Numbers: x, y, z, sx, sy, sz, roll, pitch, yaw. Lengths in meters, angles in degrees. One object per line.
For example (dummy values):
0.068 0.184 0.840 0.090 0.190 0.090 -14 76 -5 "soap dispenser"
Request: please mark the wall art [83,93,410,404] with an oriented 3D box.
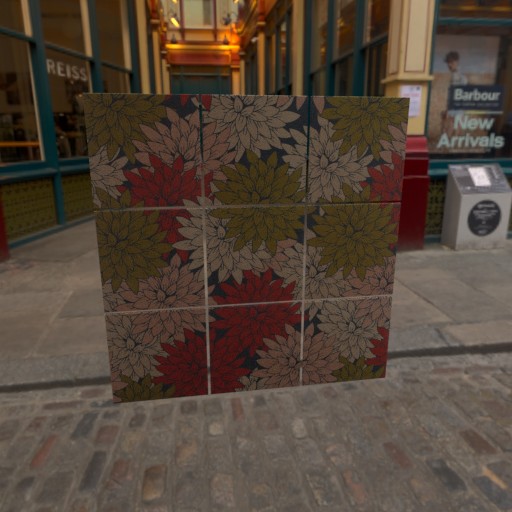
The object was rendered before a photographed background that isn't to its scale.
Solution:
0.000 0.000 1.784 1.206 1.218 0.013 -3 16 -9 "wall art"
